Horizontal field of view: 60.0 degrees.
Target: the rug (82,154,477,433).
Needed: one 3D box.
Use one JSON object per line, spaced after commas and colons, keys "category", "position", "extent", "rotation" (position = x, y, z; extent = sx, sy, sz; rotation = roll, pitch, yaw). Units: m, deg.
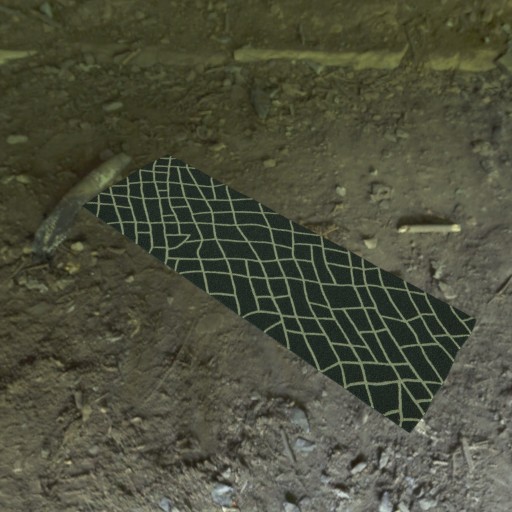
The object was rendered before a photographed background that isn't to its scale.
{"category": "rug", "position": [0.000, 0.000, 2.723], "extent": [2.476, 0.010, 0.807], "rotation": [31, 55, 26]}
